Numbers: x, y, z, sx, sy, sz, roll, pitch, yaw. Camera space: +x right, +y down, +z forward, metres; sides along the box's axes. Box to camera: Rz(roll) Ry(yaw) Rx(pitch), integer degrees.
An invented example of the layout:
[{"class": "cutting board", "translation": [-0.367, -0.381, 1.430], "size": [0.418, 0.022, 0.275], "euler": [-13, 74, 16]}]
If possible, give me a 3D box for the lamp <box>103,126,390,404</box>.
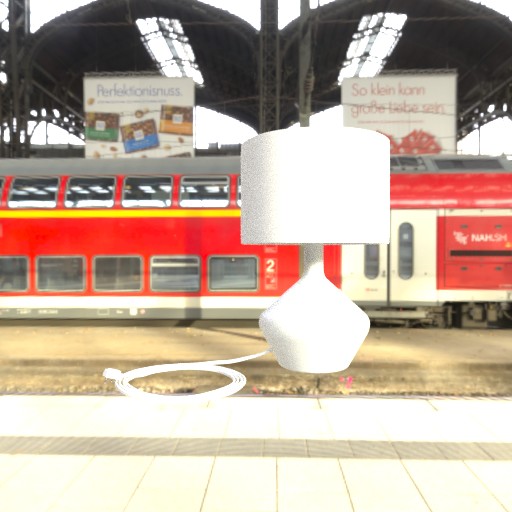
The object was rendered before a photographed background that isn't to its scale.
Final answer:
[{"class": "lamp", "translation": [0.000, 0.000, 0.884], "size": [0.546, 0.457, 0.401], "euler": [0, 1, 0]}]
